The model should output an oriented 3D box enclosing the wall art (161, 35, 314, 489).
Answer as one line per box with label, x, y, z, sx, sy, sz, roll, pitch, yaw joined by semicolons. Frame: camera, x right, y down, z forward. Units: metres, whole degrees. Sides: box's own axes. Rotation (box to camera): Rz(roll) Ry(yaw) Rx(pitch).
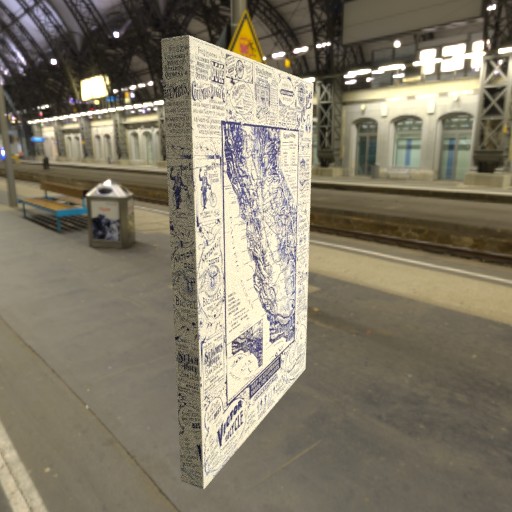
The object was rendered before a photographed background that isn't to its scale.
wall art;0.000;0.000;0.471;0.025;0.376;0.255;7;15;26
